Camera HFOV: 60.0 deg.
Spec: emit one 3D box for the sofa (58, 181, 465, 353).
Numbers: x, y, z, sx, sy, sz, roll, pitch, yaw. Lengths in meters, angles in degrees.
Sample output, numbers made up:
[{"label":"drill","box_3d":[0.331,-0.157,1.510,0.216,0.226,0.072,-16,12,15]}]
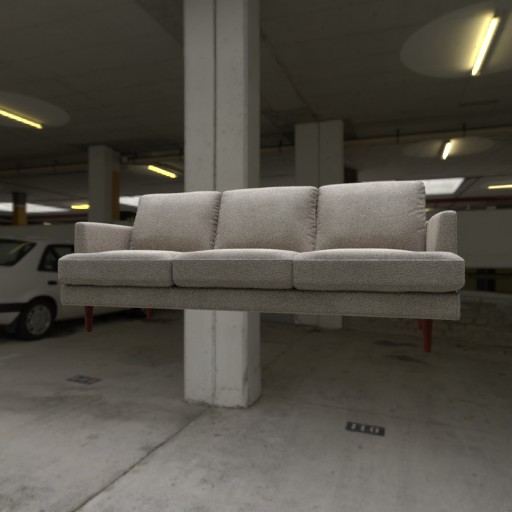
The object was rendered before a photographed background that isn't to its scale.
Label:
[{"label":"sofa","box_3d":[0.000,0.000,2.731,2.246,0.930,0.903,0,0,18]}]
